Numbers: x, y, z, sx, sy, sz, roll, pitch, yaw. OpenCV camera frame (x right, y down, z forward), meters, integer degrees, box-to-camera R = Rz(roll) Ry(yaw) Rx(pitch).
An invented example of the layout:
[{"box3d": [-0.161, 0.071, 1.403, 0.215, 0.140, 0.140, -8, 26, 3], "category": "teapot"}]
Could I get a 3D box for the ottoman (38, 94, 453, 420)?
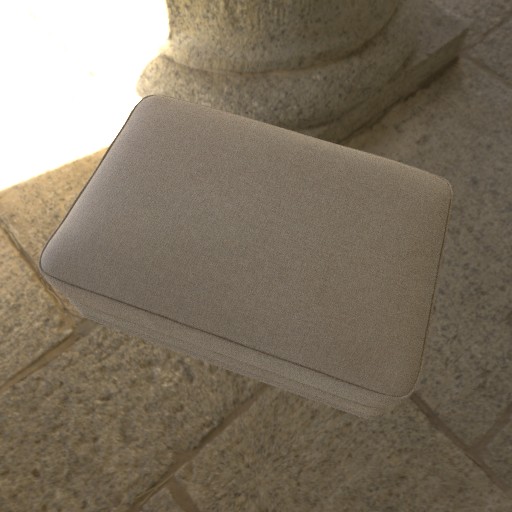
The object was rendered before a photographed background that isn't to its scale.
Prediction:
[{"box3d": [0.000, 0.000, 1.120, 0.813, 0.458, 0.559, 17, 65, 9], "category": "ottoman"}]
